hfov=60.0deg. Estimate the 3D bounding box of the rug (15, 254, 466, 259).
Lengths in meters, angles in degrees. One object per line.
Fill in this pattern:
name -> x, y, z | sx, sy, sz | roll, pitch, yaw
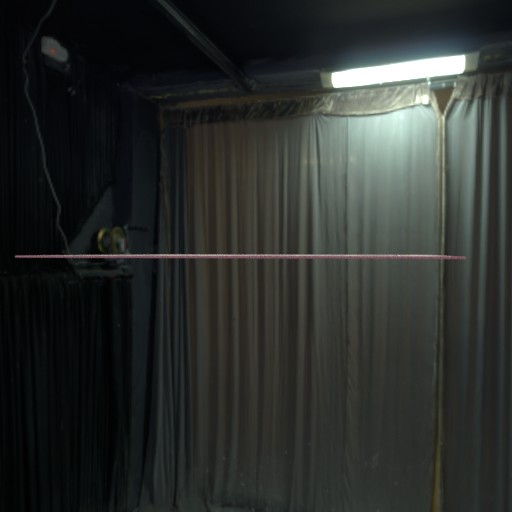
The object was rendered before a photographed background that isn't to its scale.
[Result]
rug -> 0.000, 0.000, 2.813 | 2.210, 0.011, 1.599 | 0, 0, 17
